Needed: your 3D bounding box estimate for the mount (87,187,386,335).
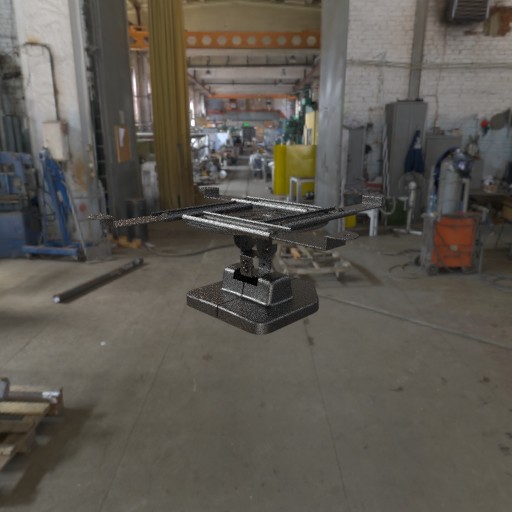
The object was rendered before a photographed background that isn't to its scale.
[{"bbox_3d":[0.000,0.000,0.602,0.394,0.141,0.394,15,22,43],"label":"mount"}]
